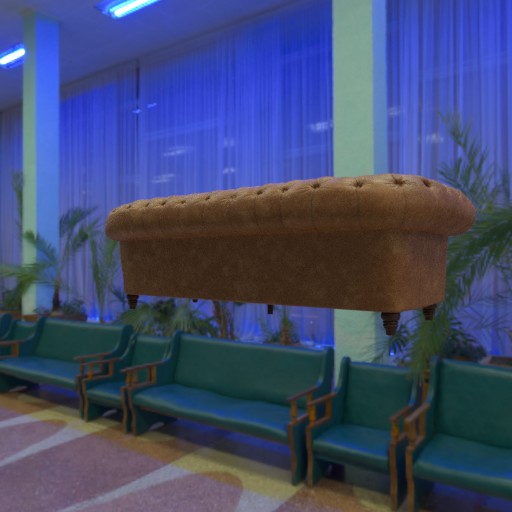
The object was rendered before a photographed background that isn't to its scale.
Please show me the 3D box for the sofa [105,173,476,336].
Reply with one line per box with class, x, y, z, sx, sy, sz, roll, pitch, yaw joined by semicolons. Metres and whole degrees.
sofa;0.000;0.000;2.795;2.365;0.760;0.989;0;-1;36
